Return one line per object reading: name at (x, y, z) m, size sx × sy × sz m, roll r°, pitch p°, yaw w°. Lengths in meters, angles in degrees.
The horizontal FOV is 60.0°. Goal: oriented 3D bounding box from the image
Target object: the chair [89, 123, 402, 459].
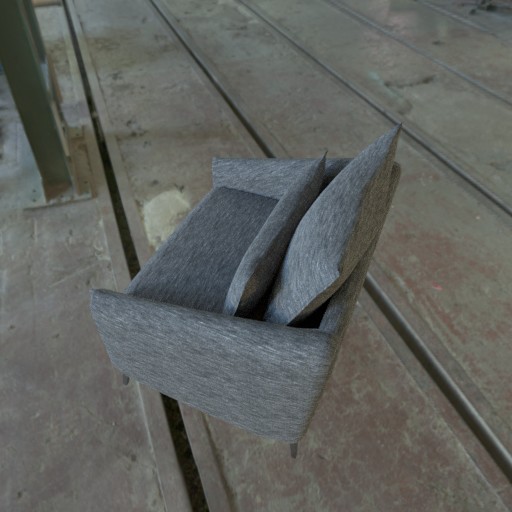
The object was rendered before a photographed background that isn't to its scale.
chair at (0.000, 0.000, 1.622) m, size 0.805 × 0.842 × 1.004 m, roll 17°, pitch 47°, yaw 17°
